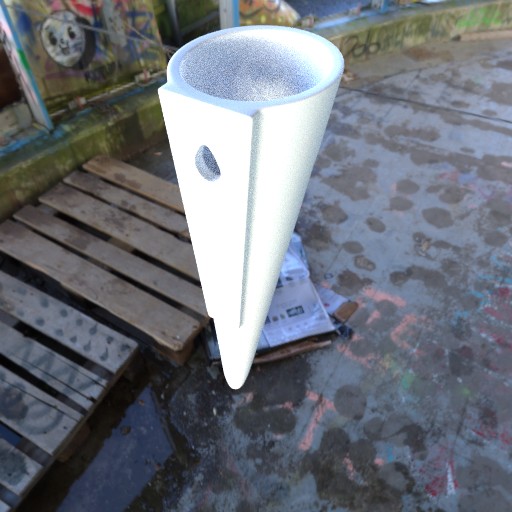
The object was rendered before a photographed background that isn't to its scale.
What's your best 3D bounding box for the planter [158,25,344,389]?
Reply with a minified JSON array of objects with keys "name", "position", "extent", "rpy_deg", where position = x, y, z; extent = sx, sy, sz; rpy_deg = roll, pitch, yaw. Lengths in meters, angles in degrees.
[{"name":"planter","position":[0.000,0.000,0.219],"extent":[0.057,0.193,0.064],"rpy_deg":[24,52,20]}]
